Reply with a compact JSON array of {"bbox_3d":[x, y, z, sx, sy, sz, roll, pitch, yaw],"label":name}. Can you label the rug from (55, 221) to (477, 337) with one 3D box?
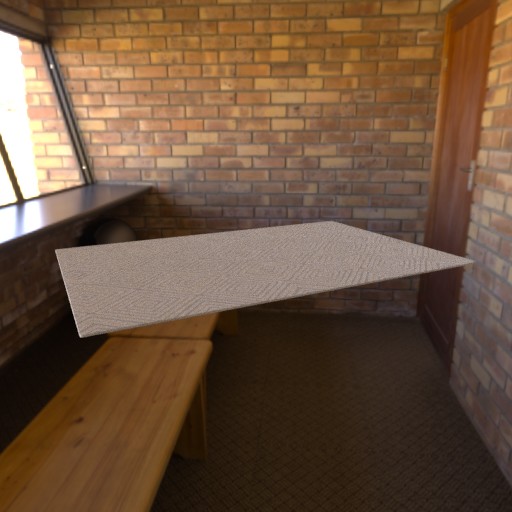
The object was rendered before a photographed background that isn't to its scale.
[{"bbox_3d":[0.000,0.000,2.191,1.753,0.008,1.143,-8,17,-26],"label":"rug"}]
